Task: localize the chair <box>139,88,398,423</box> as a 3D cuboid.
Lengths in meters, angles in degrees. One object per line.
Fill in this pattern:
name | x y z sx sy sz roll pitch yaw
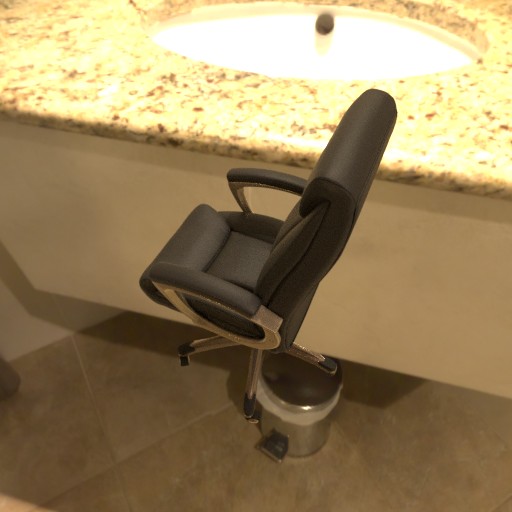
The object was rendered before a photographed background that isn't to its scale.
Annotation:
chair | 0.000 0.000 1.599 0.748 1.188 0.694 17 49 16
